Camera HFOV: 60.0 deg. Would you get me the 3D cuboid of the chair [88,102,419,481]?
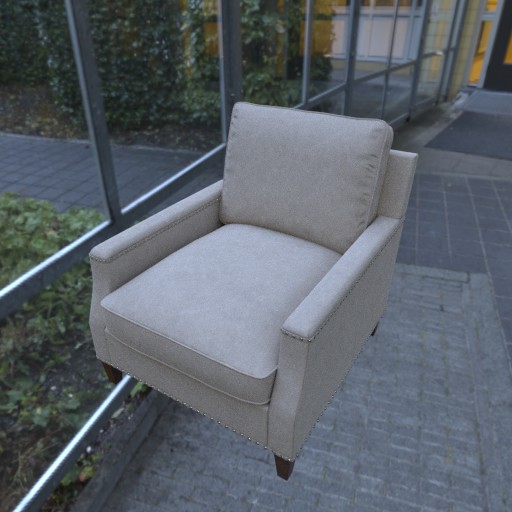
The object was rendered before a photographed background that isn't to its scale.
[{"bbox_3d":[0.000,0.000,1.675,0.853,0.943,1.014,17,34,27],"label":"chair"}]
